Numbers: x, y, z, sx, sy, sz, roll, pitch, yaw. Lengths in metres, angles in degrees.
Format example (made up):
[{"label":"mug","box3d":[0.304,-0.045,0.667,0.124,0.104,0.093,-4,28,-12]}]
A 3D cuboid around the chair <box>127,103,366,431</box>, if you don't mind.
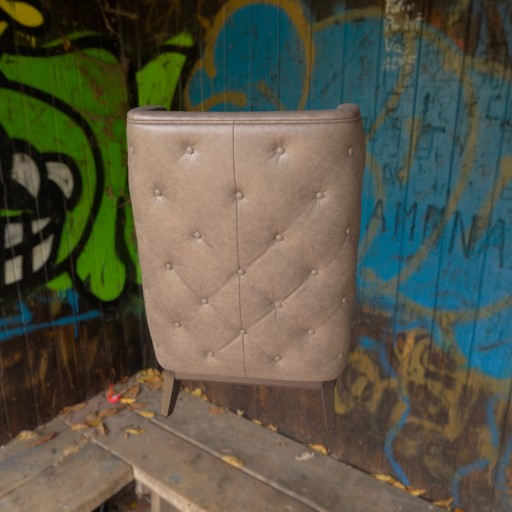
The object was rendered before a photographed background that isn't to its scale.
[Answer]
[{"label":"chair","box3d":[0.000,0.000,1.692,0.769,1.079,0.899,2,16,7]}]
